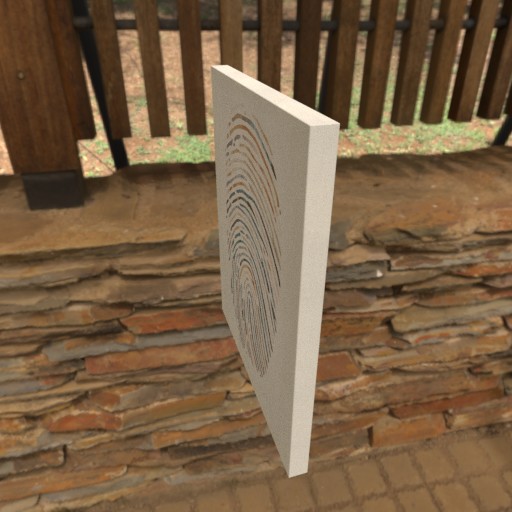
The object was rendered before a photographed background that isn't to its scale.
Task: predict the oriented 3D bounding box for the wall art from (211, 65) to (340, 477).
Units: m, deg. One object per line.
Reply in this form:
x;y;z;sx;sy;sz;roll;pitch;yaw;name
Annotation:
0.000;0.000;0.835;0.037;0.606;0.508;-9;31;-15;wall art
